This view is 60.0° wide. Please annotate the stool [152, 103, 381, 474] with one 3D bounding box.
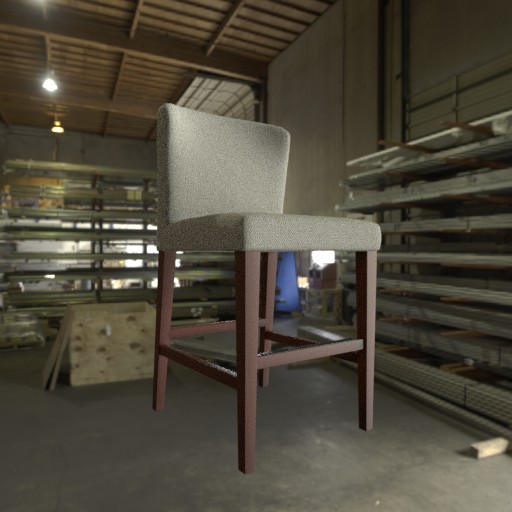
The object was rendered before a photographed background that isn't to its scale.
[{"bbox_3d":[0.000,0.000,1.317,0.481,0.969,0.568,0,1,-36],"label":"stool"}]
